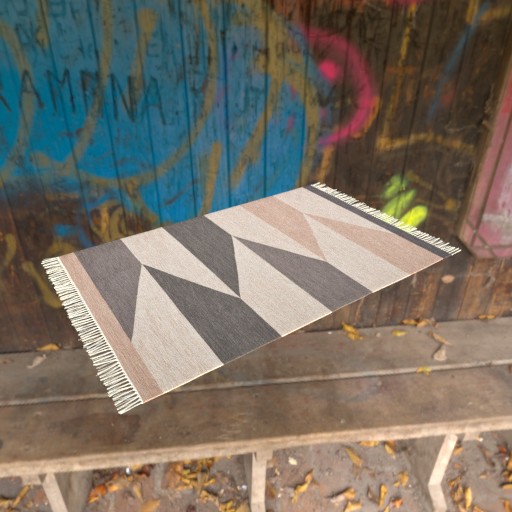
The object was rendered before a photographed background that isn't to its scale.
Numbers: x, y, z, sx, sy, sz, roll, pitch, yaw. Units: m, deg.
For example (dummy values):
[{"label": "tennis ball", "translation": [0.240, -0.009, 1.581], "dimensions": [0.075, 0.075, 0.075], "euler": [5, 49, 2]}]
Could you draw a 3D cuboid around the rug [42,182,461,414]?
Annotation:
[{"label": "rug", "translation": [0.000, 0.000, 2.467], "dimensions": [2.021, 0.027, 1.224], "euler": [-20, 37, -29]}]
